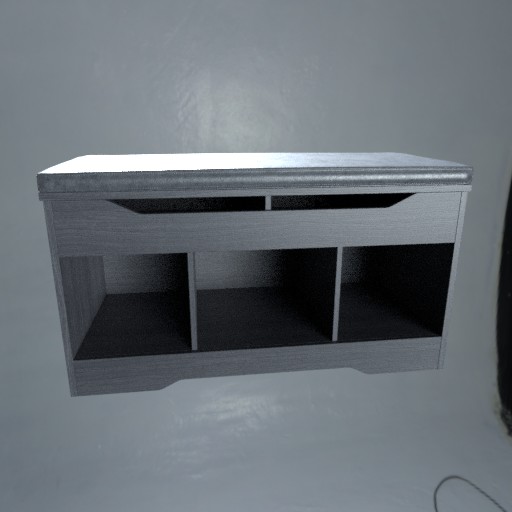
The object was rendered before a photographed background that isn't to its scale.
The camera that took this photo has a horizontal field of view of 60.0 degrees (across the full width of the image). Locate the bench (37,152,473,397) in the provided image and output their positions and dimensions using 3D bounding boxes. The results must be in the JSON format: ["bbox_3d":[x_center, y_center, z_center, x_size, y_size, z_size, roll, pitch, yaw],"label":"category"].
[{"bbox_3d":[0.000,0.000,1.161,0.905,0.501,0.401,-2,17,-7],"label":"bench"}]
